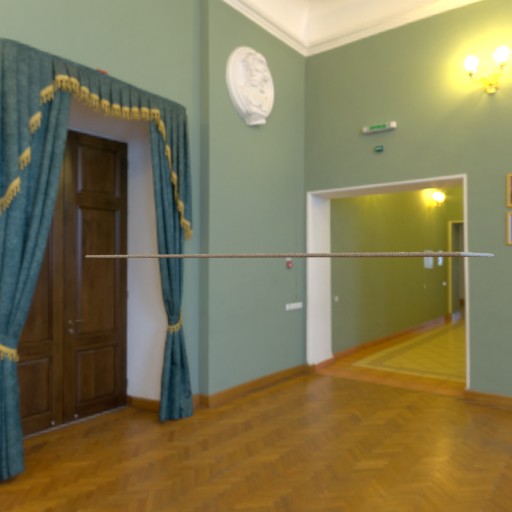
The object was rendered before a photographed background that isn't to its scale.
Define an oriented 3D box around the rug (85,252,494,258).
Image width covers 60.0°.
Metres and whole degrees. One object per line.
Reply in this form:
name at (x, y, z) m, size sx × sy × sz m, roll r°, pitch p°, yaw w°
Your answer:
rug at (0.000, 0.000, 2.480) m, size 2.276 × 0.014 × 0.678 m, roll 0°, pitch -1°, yaw 37°
